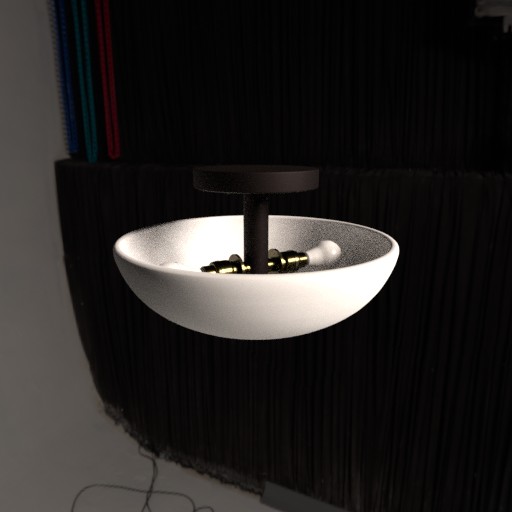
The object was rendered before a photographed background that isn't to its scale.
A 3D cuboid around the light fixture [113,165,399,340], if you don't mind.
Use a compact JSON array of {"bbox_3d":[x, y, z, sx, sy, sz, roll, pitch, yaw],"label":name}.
[{"bbox_3d":[0.000,0.000,0.542,0.331,0.212,0.331,0,14,0],"label":"light fixture"}]
